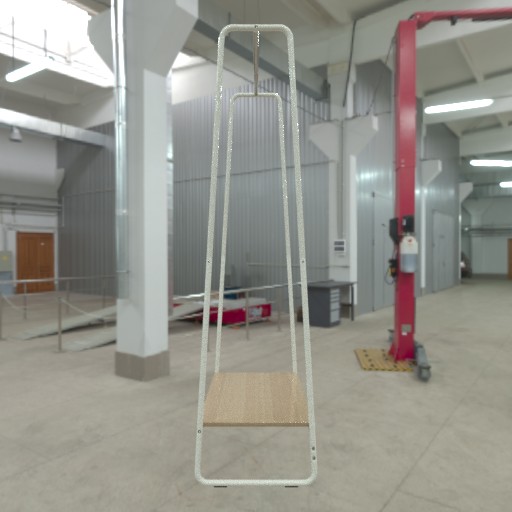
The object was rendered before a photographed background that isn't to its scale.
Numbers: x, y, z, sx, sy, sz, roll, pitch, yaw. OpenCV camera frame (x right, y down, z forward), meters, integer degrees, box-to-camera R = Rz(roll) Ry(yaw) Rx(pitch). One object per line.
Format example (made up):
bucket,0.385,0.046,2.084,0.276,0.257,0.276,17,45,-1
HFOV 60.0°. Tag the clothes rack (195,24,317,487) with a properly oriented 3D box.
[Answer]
clothes rack,0.000,0.000,1.749,0.400,1.500,0.640,0,1,0
